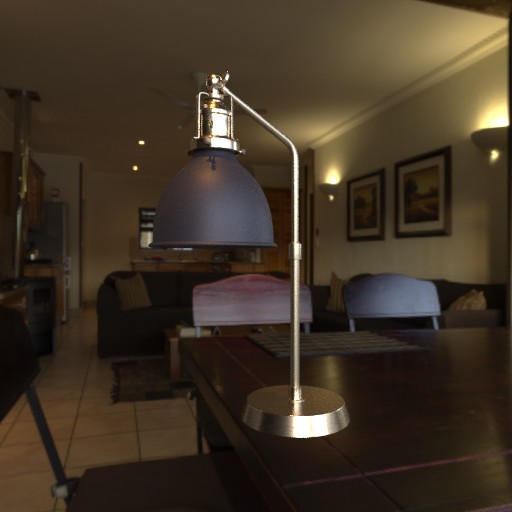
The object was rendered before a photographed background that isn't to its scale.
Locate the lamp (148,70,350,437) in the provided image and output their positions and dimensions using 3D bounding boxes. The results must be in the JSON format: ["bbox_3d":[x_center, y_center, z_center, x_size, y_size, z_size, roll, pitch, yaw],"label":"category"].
[{"bbox_3d":[0.000,0.000,0.595,0.291,0.456,0.160,0,0,-36],"label":"lamp"}]
